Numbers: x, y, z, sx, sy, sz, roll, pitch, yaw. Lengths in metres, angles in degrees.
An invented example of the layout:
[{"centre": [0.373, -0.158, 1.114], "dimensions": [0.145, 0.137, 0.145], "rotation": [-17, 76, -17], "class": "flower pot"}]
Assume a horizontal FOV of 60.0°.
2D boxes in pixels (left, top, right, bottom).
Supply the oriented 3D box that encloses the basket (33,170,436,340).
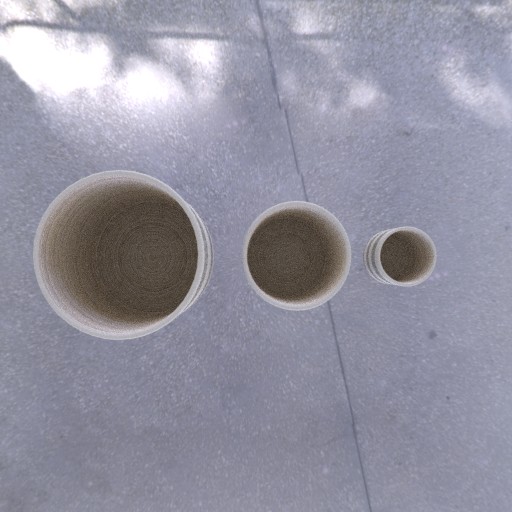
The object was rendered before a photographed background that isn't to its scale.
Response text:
[{"centre": [0.000, 0.000, 1.082], "dimensions": [0.917, 0.356, 0.351], "rotation": [0, 89, -2], "class": "basket"}]
